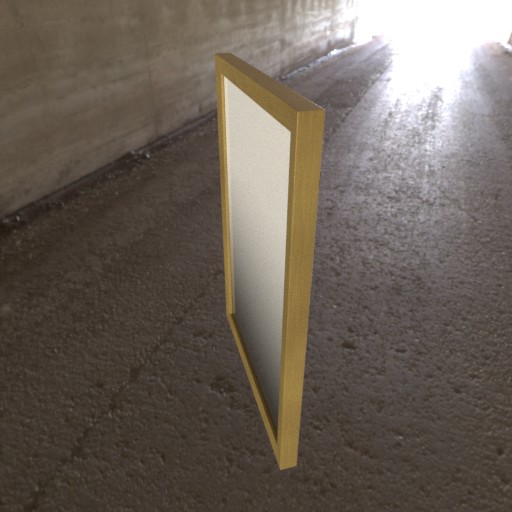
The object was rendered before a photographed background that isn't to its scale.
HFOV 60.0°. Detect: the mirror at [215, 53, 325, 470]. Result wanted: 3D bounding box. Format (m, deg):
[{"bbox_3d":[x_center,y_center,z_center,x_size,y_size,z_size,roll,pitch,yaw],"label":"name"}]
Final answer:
[{"bbox_3d":[0.000,0.000,0.921,0.040,0.710,0.507,-8,33,-13],"label":"mirror"}]
